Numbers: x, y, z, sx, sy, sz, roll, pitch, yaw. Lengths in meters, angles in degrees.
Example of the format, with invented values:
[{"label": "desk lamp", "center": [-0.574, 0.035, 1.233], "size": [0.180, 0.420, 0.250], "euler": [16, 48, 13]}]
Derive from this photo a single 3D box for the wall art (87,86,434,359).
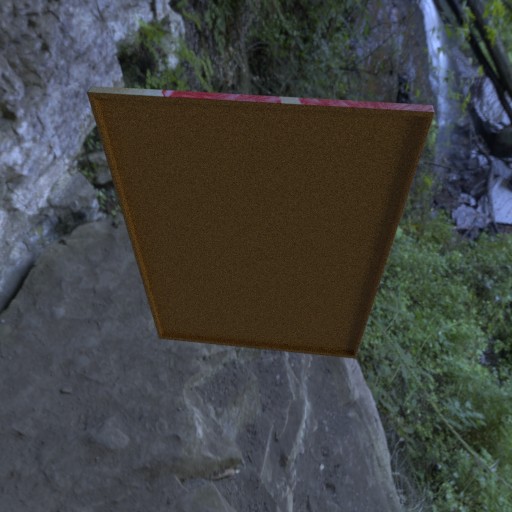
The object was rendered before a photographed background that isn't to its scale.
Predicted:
[{"label": "wall art", "center": [0.000, 0.000, 1.344], "size": [0.762, 1.015, 0.031], "euler": [5, 47, 5]}]
